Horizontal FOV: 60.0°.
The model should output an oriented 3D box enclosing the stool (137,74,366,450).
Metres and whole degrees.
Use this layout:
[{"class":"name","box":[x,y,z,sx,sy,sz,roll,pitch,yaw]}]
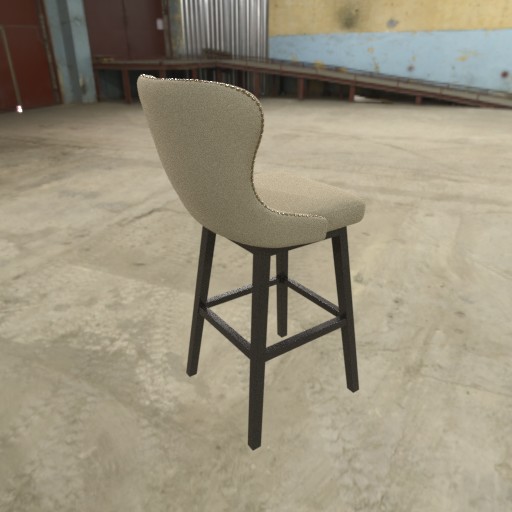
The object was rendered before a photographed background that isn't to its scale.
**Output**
[{"class":"stool","box":[0.000,0.000,1.399,0.605,1.066,0.528,-17,29,-32]}]
